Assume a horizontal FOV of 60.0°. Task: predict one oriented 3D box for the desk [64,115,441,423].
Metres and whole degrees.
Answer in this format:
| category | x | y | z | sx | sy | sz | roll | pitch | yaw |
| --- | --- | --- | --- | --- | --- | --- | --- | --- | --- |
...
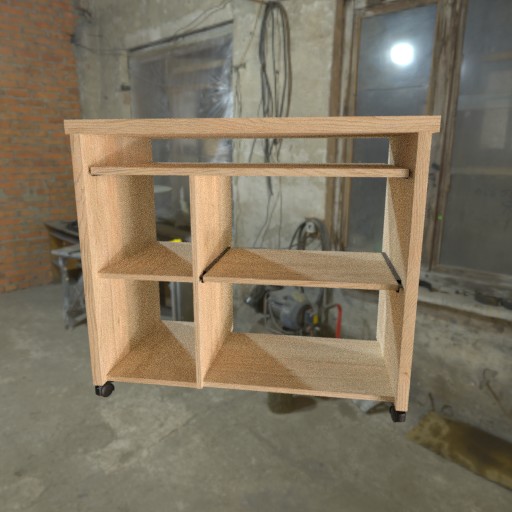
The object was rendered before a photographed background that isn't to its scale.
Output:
| category | x | y | z | sx | sy | sz | roll | pitch | yaw |
| --- | --- | --- | --- | --- | --- | --- | --- | --- | --- |
| desk | 0.000 | 0.000 | 1.344 | 0.885 | 0.770 | 0.480 | 2 | 14 | 9 |
